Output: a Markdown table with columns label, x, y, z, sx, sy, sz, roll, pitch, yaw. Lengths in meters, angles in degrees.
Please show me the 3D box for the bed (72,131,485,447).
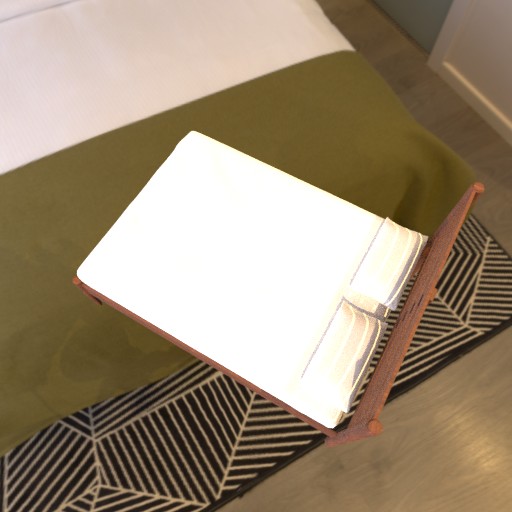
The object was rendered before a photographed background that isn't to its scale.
| label | x | y | z | sx | sy | sz | roll | pitch | yaw |
| --- | --- | --- | --- | --- | --- | --- | --- | --- | --- |
| bed | 0.000 | 0.000 | 2.994 | 2.093 | 1.304 | 1.509 | 28 | 68 | 12 |
